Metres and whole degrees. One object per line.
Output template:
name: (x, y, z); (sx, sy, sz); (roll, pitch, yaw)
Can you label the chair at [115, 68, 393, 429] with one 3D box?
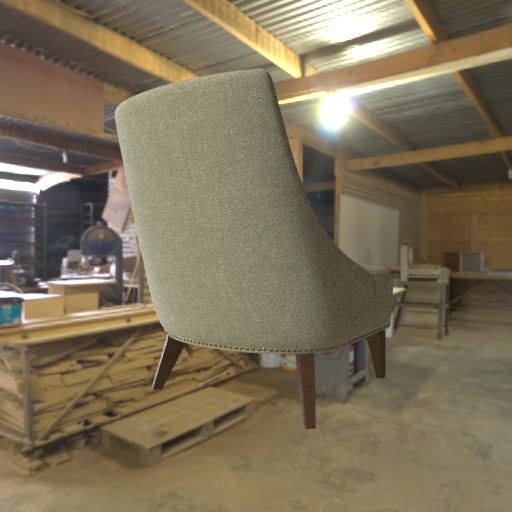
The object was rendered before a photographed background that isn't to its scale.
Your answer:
chair: (0.000, 0.000, 1.495); (0.701, 0.909, 0.861); (1, 1, 34)
